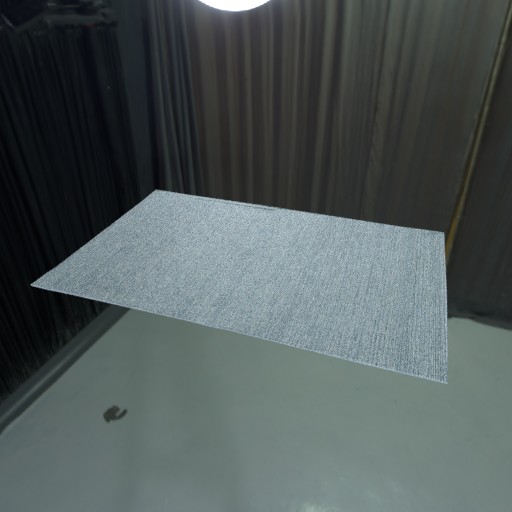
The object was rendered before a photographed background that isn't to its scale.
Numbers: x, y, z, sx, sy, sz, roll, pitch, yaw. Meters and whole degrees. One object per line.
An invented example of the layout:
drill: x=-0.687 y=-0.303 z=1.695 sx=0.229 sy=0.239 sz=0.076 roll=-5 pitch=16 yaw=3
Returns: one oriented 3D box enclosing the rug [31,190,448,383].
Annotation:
rug: x=0.000 y=0.000 z=2.292 sx=1.853 sy=0.022 sz=1.174 roll=10 pitch=33 yaw=16
